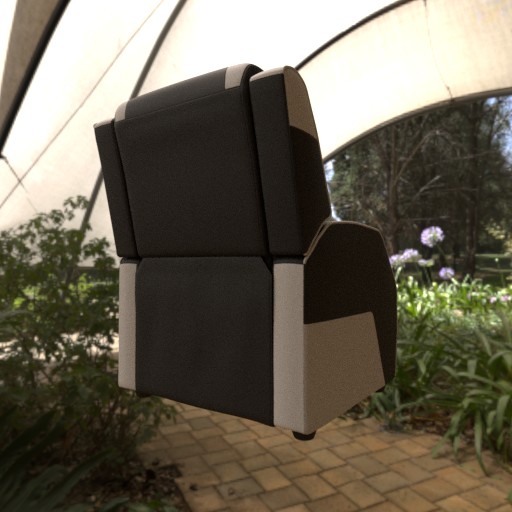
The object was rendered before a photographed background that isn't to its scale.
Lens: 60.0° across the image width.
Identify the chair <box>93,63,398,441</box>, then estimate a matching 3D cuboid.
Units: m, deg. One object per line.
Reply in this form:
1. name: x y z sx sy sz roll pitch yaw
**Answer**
1. chair: 0.000 0.000 1.279 0.620 0.805 0.672 -1 -1 36
